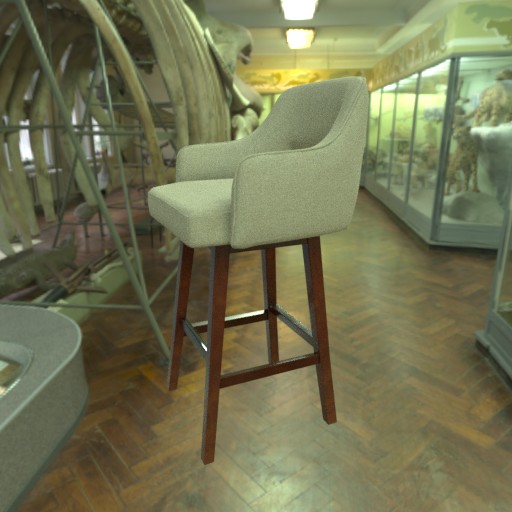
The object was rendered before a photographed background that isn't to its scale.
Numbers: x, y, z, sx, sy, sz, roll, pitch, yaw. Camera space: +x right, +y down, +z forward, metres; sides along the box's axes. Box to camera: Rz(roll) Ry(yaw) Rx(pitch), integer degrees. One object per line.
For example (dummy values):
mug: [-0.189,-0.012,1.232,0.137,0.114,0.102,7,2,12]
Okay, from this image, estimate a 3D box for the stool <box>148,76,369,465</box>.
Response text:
stool: [0.000,0.000,1.370,0.560,1.041,0.550,-8,18,-24]
